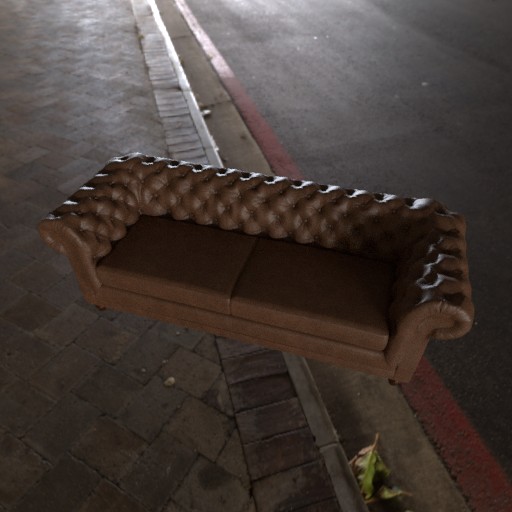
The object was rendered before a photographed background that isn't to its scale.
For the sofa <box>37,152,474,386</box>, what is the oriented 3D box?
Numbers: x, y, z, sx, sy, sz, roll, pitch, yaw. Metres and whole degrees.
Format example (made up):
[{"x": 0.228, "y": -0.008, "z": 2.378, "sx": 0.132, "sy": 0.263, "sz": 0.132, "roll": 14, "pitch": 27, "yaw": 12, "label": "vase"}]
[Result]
[{"x": 0.000, "y": 0.000, "z": 2.800, "sx": 2.385, "sy": 0.783, "sz": 0.944, "roll": 12, "pitch": 42, "yaw": 13, "label": "sofa"}]
